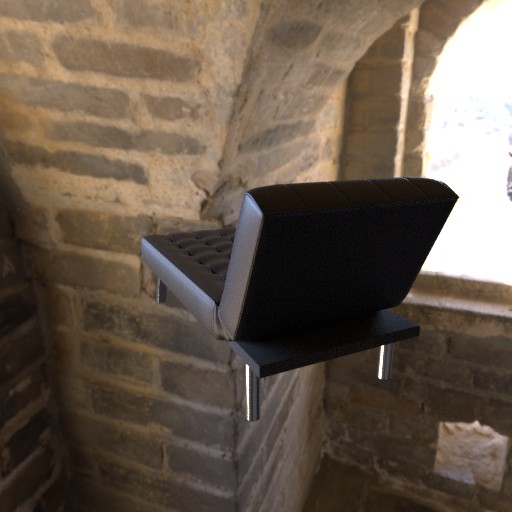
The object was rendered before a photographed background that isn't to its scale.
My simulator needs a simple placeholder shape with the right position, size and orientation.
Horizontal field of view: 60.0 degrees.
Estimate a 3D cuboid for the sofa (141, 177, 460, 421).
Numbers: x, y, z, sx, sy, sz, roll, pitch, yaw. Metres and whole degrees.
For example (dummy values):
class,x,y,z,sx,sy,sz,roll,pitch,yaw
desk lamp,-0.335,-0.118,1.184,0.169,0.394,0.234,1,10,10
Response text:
class,x,y,z,sx,sy,sz,roll,pitch,yaw
sofa,0.000,0.000,2.071,0.760,0.820,1.560,-8,17,-25
